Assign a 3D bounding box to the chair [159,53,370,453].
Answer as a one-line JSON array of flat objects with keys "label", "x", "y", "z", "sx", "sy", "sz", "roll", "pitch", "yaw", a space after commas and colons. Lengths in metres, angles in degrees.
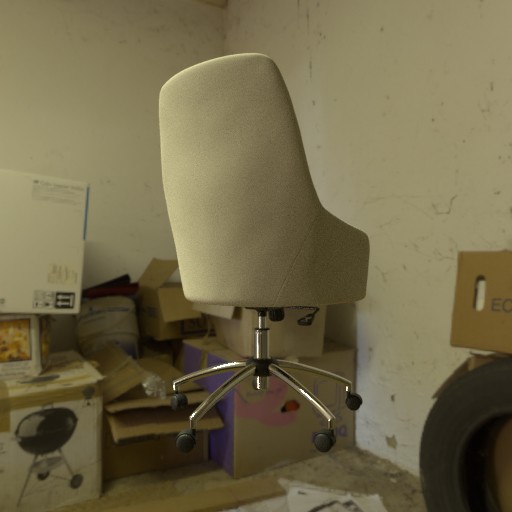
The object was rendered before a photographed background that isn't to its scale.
[{"label": "chair", "x": 0.000, "y": 0.000, "z": 1.420, "sx": 0.620, "sy": 1.049, "sz": 0.640, "roll": -1, "pitch": -1, "yaw": 37}]
